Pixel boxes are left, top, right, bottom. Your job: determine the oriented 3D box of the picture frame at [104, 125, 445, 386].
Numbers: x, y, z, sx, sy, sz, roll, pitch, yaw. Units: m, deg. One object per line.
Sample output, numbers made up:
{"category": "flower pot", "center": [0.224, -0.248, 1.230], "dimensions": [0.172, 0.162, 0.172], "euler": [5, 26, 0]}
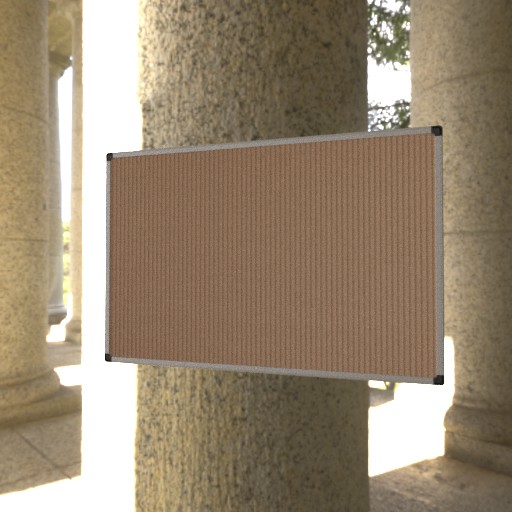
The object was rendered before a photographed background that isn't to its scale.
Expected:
{"category": "picture frame", "center": [0.000, 0.000, 1.145], "dimensions": [0.900, 0.600, 0.010], "euler": [0, -1, 16]}
